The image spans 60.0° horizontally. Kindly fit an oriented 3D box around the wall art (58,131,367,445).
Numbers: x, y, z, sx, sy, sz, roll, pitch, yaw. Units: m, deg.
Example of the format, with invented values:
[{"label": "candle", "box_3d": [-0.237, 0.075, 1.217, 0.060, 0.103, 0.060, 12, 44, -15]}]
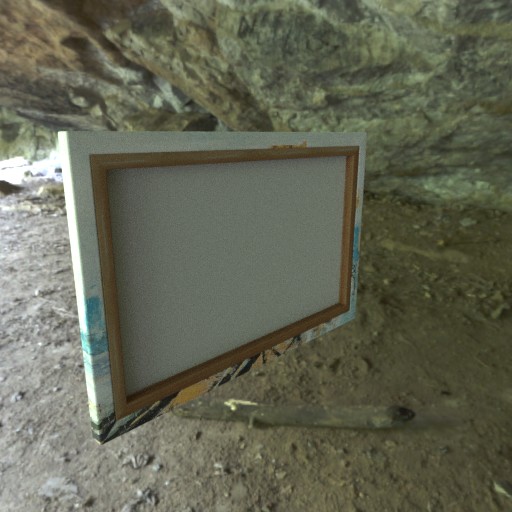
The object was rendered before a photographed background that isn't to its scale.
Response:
[{"label": "wall art", "box_3d": [0.000, 0.000, 1.130, 0.913, 0.609, 0.038, -15, 21, -43]}]
